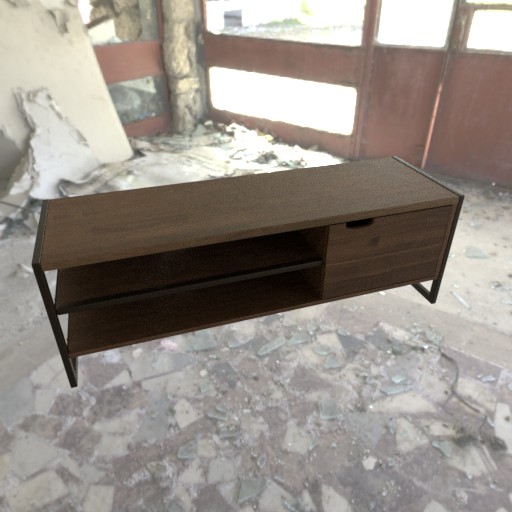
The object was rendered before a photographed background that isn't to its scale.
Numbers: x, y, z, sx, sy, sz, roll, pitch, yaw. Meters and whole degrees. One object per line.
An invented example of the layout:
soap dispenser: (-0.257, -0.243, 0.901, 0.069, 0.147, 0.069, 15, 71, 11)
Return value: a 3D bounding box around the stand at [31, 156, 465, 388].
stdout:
stand: (0.000, 0.000, 1.757, 1.480, 0.506, 0.454, -10, 33, -15)
